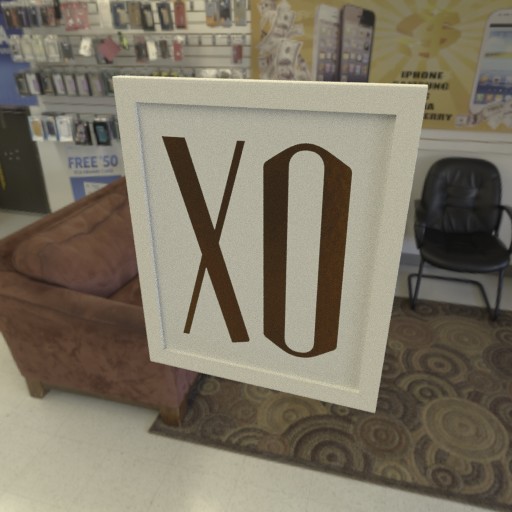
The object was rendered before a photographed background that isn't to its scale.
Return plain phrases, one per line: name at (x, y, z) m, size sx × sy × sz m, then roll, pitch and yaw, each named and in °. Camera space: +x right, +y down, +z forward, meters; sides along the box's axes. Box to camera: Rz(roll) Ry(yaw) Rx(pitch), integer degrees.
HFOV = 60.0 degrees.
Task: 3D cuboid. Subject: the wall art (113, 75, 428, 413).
wall art at (0.000, 0.000, 0.725) m, size 0.444 × 0.536 × 0.020 m, roll 8°, pitch 28°, yaw 16°
